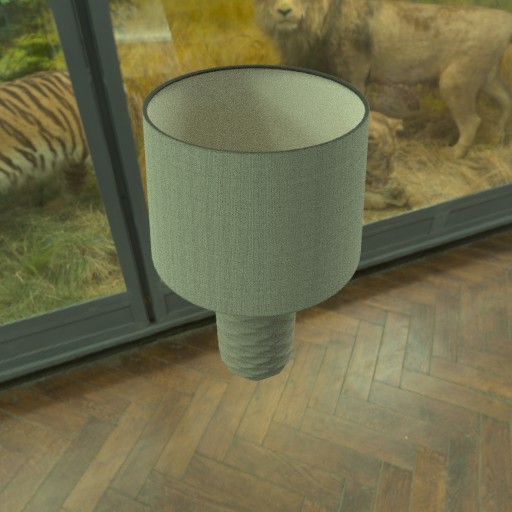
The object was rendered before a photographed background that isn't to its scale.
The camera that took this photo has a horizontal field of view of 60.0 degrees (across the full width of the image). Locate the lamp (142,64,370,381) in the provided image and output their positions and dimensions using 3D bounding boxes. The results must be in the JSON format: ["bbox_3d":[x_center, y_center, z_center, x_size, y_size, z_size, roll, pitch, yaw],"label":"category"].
[{"bbox_3d":[0.000,0.000,0.835,0.376,0.594,0.376,0,41,0],"label":"lamp"}]
